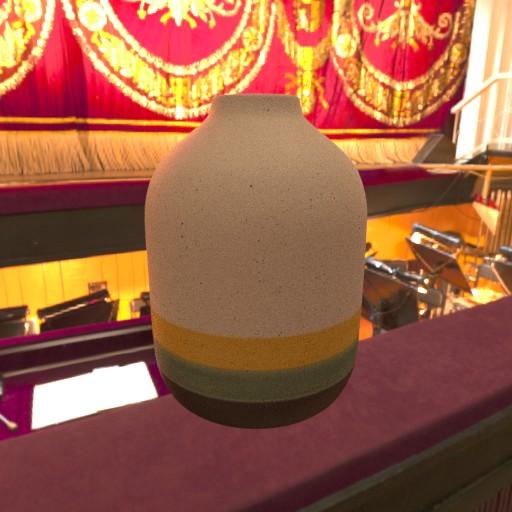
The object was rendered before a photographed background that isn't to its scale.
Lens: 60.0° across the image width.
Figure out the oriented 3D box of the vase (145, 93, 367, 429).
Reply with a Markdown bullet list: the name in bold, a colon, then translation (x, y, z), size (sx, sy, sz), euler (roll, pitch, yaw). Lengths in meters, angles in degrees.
- **vase**: translation (0.000, 0.000, 0.355), size (0.169, 0.240, 0.169), euler (0, 16, 0)
